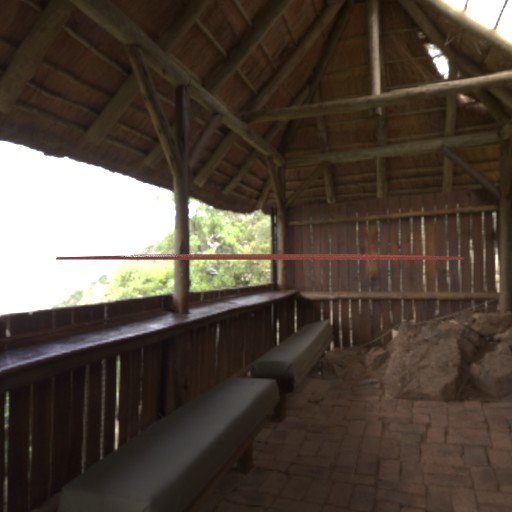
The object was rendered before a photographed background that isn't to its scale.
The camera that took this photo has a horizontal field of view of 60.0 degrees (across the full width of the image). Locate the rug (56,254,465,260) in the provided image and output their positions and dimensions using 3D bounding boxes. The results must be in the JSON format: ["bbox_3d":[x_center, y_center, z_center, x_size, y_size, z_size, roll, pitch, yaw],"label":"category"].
[{"bbox_3d":[0.000,0.000,4.086,2.430,0.018,2.976,0,1,-1],"label":"rug"}]
